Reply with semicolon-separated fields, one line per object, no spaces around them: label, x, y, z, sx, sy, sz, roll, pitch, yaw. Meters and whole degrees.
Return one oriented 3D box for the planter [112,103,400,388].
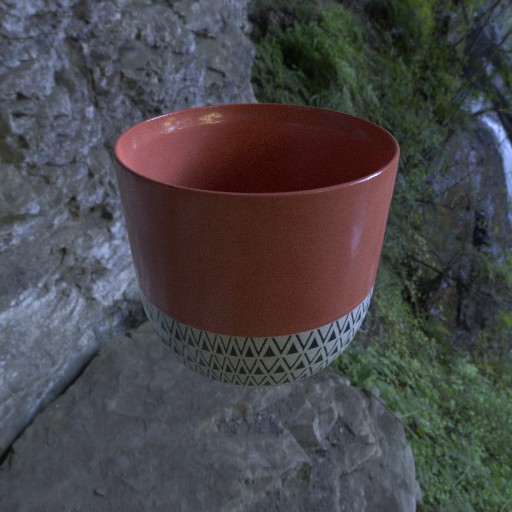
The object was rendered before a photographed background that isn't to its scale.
planter;0.000;0.000;0.496;0.266;0.270;0.266;0;32;0
